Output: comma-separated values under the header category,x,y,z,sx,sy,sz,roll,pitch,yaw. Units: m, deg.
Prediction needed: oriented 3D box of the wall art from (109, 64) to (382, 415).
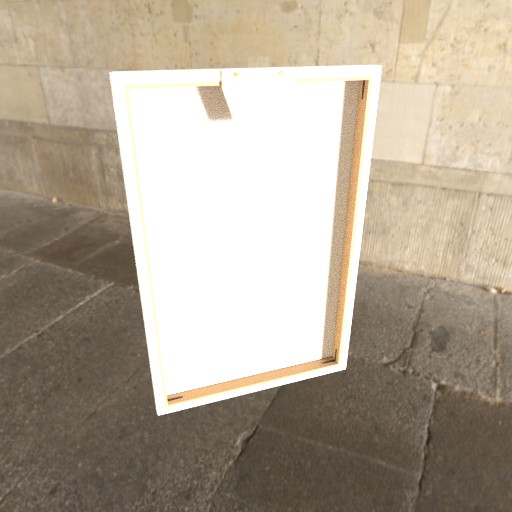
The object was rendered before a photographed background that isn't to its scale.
category,x,y,z,sx,sy,sz,roll,pitch,yaw
wall art,0.000,0.000,1.153,0.602,0.902,0.048,-9,28,-17
